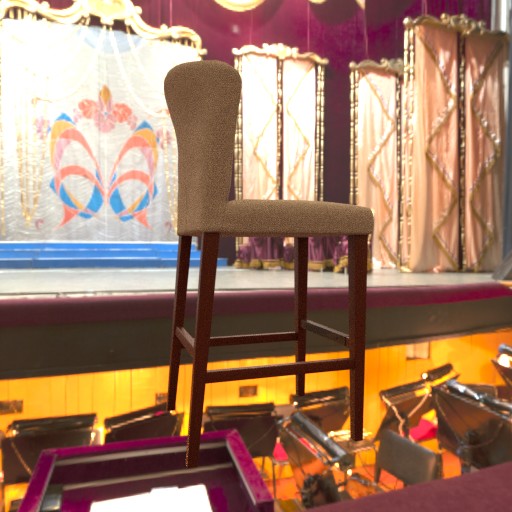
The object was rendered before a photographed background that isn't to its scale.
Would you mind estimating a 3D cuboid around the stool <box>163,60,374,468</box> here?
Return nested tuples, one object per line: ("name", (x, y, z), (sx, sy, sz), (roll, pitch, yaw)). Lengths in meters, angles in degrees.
("stool", (0.000, 0.000, 1.402), (0.568, 1.069, 0.481), (0, 1, -18))
